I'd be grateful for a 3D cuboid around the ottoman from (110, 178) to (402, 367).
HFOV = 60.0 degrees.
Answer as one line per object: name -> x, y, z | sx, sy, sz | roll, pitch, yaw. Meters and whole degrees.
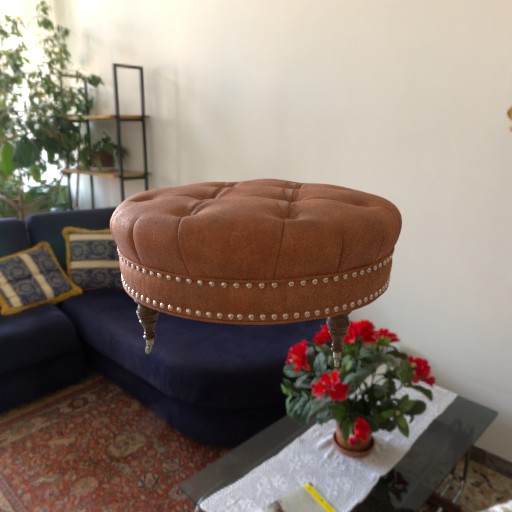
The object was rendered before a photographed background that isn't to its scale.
ottoman -> 0.000, 0.000, 1.446 | 0.901, 0.444, 0.901 | 0, 16, 0
